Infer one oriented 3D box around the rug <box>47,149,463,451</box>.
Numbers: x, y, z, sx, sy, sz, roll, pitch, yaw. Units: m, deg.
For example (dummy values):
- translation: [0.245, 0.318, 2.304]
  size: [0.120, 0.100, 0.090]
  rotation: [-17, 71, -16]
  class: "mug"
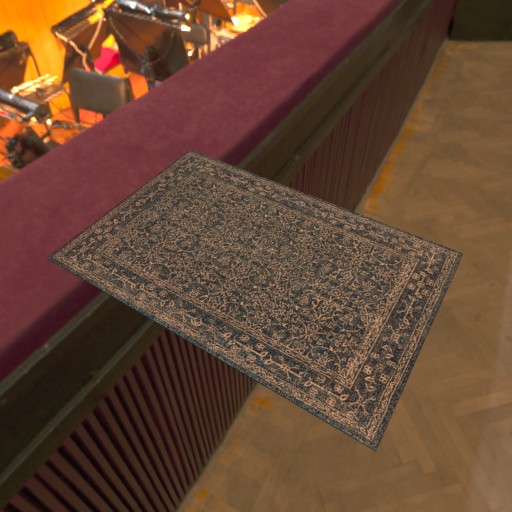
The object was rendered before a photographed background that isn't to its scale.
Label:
- translation: [0.000, 0.000, 2.315]
  size: [1.819, 0.005, 1.200]
  rotation: [25, 51, 22]
  class: "rug"
